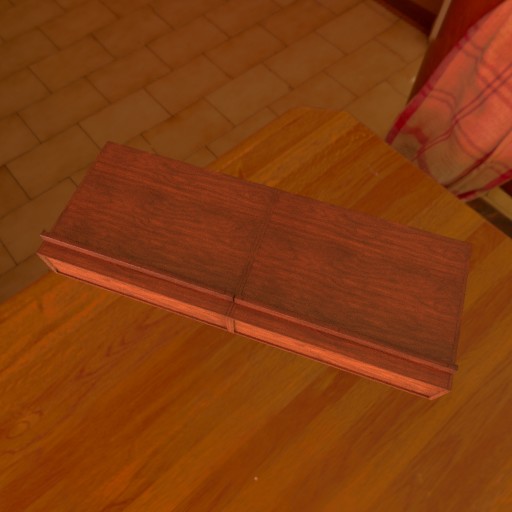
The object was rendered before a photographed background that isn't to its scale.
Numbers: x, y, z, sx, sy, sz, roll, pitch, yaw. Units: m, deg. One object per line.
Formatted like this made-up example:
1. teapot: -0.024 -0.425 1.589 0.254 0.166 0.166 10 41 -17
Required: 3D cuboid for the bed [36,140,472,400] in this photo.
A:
1. bed: 0.000 0.000 2.329 2.057 0.326 0.787 17 65 8
